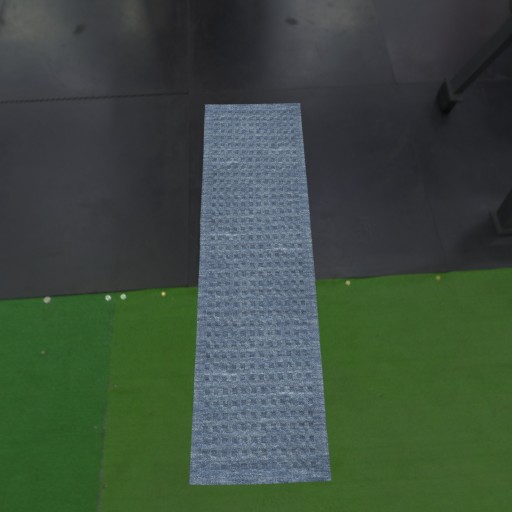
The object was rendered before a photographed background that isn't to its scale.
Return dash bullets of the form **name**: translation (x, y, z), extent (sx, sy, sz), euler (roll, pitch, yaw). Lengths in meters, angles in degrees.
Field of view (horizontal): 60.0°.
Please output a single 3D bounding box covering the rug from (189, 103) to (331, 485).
- **rug**: translation (0.000, 0.000, 2.669), extent (0.688, 0.008, 2.443), euler (-1, 64, 0)
